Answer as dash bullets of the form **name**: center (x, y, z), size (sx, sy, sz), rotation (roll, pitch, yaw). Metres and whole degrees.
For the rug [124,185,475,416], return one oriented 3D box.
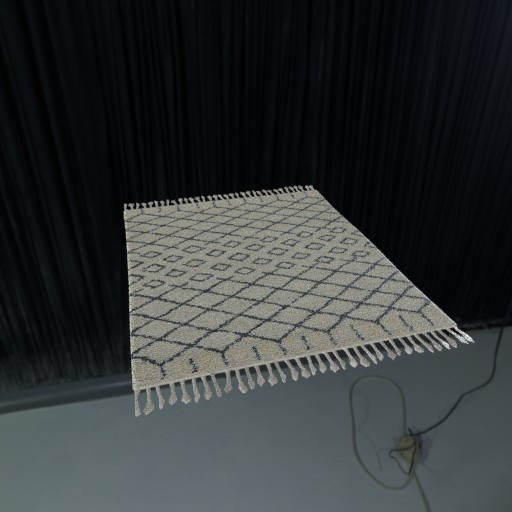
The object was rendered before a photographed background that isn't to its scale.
- **rug**: center (0.000, 0.000, 4.228), size (2.388, 0.030, 3.213), rotation (-8, 31, -13)
